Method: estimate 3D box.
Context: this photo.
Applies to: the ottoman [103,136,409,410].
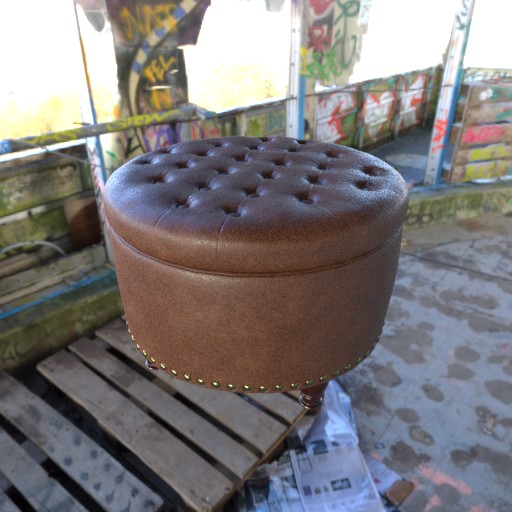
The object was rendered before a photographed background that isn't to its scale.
[{"bbox_3d":[0.000,0.000,1.047,0.637,0.442,0.637,0,28,0],"label":"ottoman"}]
